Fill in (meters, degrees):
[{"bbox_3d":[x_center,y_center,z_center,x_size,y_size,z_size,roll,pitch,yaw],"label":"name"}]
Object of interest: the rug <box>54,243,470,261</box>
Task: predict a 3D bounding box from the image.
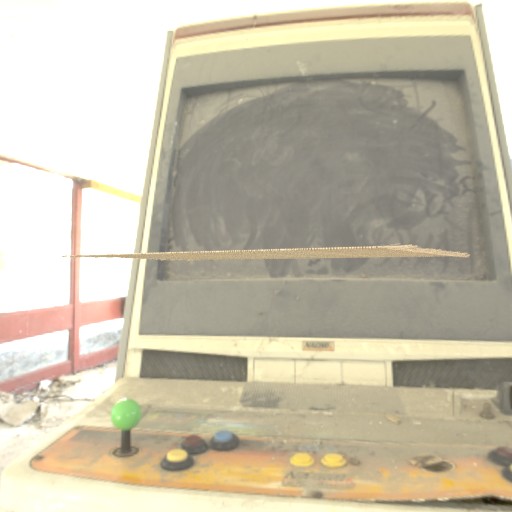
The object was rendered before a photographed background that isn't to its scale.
[{"bbox_3d":[0.000,0.000,2.484,2.021,0.027,1.224,-1,-2,35],"label":"rug"}]
